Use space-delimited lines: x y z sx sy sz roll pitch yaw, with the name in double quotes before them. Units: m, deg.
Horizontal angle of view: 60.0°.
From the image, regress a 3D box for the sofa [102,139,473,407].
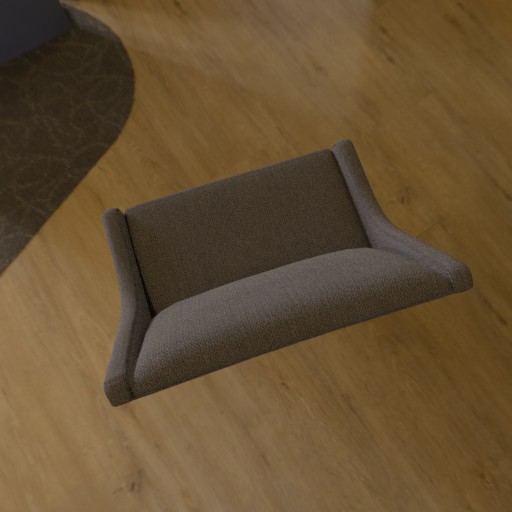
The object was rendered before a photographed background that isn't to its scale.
"sofa" 0.000 0.000 1.953 1.242 1.022 0.873 -17 76 -4
